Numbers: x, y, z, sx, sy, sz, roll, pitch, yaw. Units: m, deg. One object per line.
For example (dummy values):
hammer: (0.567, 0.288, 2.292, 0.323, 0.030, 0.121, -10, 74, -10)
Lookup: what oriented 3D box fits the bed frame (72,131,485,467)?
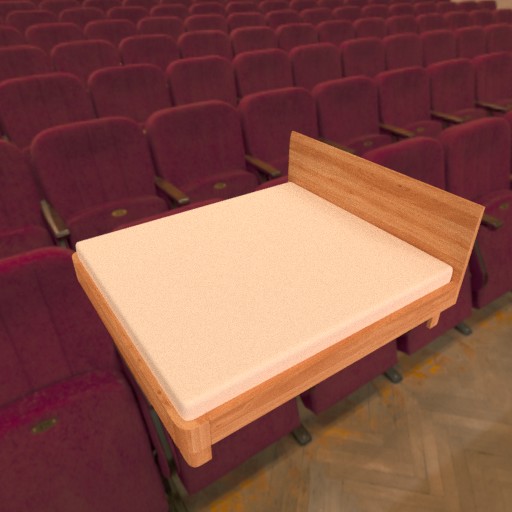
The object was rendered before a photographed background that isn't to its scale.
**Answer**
bed frame: (0.000, 0.000, 3.094, 2.092, 0.940, 1.872, -20, 38, -28)
